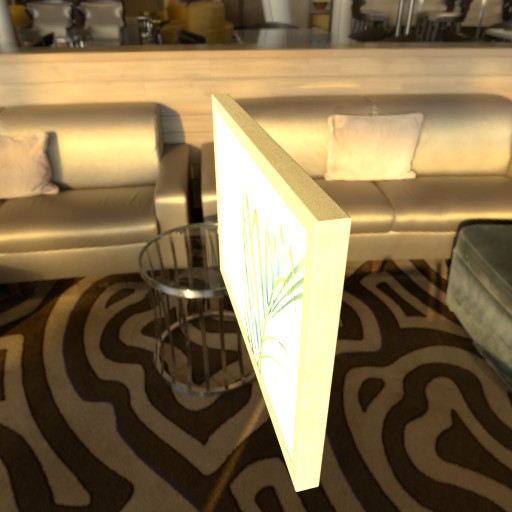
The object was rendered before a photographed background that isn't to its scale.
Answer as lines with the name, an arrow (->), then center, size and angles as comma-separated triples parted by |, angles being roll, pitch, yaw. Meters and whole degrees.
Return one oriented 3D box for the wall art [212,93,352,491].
wall art -> 0.000, 0.000, 0.687 | 0.032, 0.381, 0.533 | -7, 32, -12
